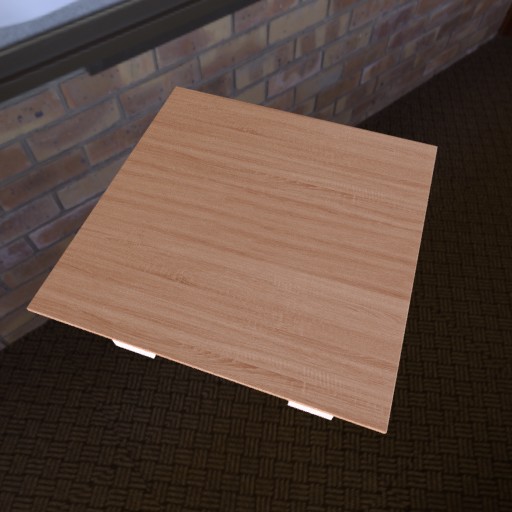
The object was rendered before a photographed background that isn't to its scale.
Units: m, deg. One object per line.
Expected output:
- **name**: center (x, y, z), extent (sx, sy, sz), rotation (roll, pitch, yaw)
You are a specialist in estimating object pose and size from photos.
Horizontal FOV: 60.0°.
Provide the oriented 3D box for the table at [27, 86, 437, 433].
- **table**: center (0.000, 0.000, 1.060), extent (0.670, 0.305, 0.670), rotation (16, 60, 10)
